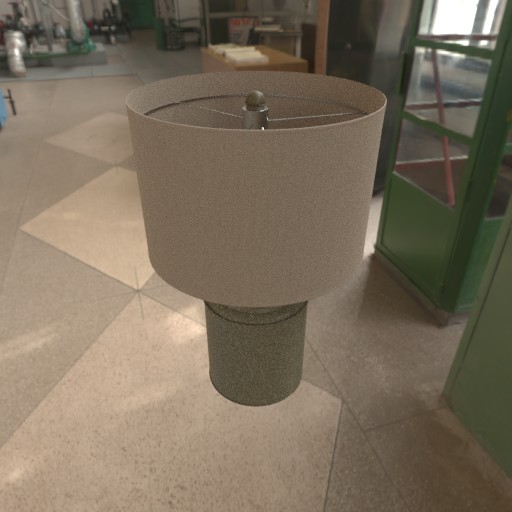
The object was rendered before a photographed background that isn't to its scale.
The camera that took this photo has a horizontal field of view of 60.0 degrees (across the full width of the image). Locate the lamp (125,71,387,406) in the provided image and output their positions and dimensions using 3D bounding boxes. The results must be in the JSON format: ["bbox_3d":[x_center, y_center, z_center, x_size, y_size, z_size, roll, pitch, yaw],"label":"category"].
[{"bbox_3d":[0.000,0.000,0.682,0.318,0.486,0.318,0,32,0],"label":"lamp"}]
